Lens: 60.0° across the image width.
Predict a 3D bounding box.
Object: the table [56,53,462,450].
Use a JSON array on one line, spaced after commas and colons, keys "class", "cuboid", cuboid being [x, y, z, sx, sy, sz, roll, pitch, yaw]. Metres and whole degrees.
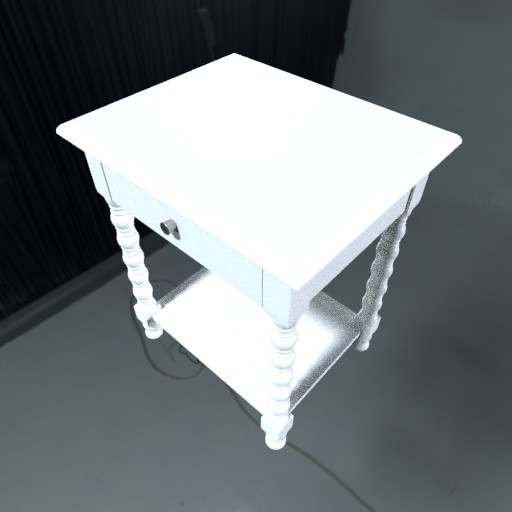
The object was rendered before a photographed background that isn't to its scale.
[{"class": "table", "cuboid": [0.000, 0.000, 0.827, 0.460, 0.531, 0.381, 33, 54, 28]}]
